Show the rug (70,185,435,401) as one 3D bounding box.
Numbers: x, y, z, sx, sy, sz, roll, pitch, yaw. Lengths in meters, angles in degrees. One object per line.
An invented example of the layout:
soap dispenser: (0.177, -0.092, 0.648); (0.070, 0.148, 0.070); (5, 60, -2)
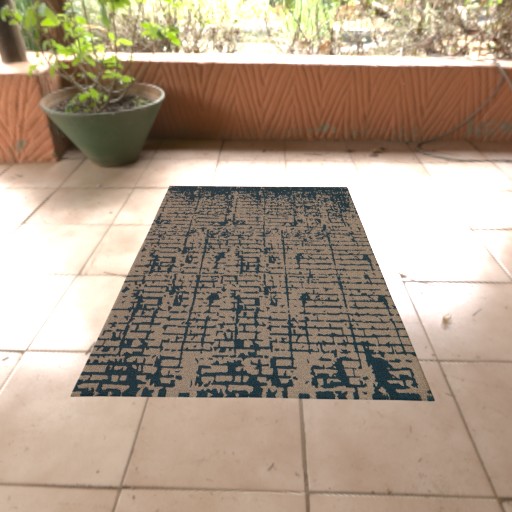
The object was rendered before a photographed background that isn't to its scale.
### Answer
rug: (0.000, 0.000, 2.260); (1.220, 0.007, 1.828); (0, 31, 1)
